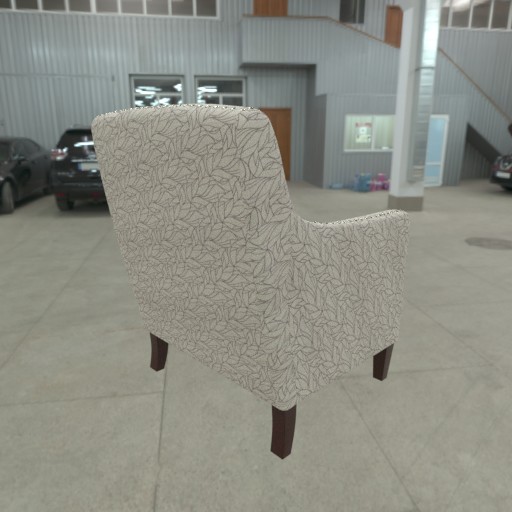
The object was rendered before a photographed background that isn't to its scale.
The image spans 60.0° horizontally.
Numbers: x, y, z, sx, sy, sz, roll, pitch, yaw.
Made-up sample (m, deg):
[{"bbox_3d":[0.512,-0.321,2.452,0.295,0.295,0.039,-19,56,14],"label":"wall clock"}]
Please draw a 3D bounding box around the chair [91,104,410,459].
[{"bbox_3d":[0.000,0.000,1.297,0.651,0.816,0.623,-15,21,-42],"label":"chair"}]
